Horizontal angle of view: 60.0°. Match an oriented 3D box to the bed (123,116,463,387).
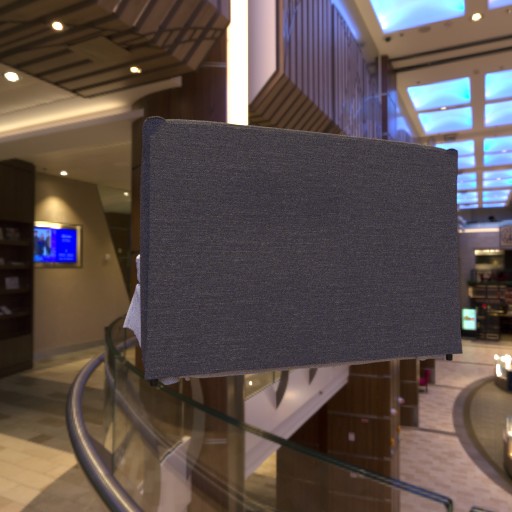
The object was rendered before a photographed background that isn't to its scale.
[{"bbox_3d":[0.000,0.000,3.493,1.925,1.332,2.276,0,-1,-19],"label":"bed"}]
